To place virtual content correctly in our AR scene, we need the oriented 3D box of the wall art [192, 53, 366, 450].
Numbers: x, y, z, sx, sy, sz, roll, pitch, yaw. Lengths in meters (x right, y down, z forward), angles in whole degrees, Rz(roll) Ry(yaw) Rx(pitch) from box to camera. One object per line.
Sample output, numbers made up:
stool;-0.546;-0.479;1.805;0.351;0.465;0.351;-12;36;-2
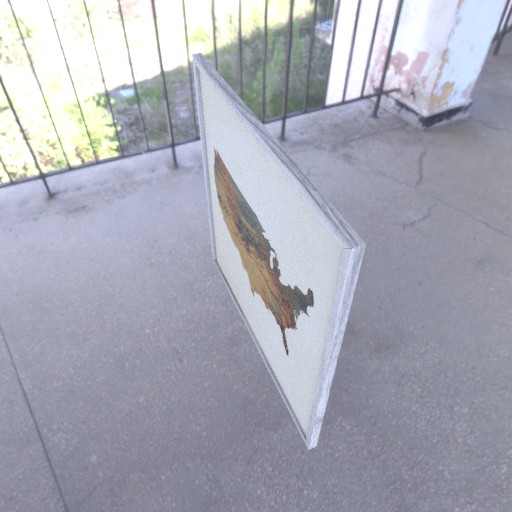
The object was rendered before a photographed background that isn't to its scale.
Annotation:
wall art;0.000;0.000;0.773;0.016;0.507;0.508;-17;48;-16
